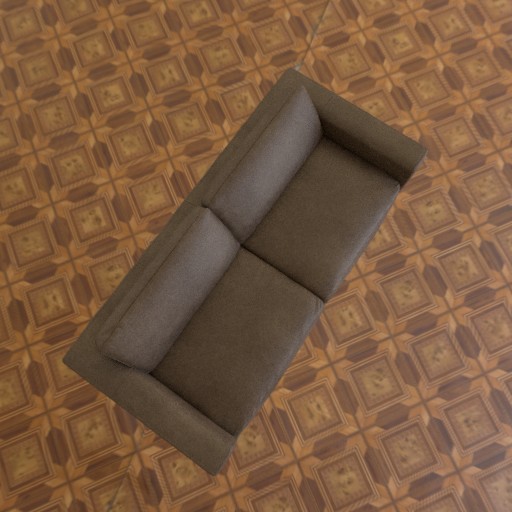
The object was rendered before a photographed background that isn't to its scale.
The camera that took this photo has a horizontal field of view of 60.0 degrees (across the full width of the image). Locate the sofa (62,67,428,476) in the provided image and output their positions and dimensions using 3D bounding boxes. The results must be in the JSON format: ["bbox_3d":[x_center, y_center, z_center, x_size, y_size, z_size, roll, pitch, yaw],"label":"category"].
[{"bbox_3d":[0.000,0.000,2.720,1.070,0.801,2.262,34,78,8],"label":"sofa"}]
